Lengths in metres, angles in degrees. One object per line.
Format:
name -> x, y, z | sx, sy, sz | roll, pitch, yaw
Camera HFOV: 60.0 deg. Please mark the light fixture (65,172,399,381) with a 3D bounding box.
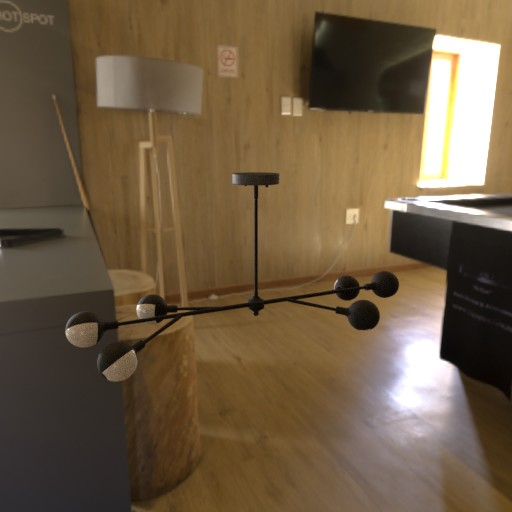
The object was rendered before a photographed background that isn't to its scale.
light fixture -> 0.000, 0.000, 0.989 | 0.778, 0.362, 0.434 | -2, 14, -8
